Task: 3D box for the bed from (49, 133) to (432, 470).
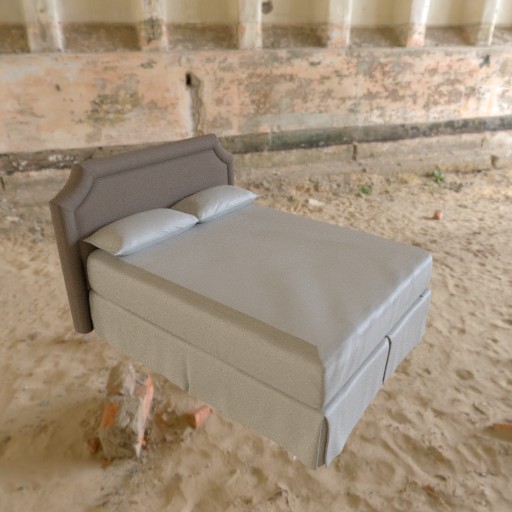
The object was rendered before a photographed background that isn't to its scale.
[{"bbox_3d":[0.000,0.000,3.210,2.164,1.303,1.828,19,32,33],"label":"bed"}]
